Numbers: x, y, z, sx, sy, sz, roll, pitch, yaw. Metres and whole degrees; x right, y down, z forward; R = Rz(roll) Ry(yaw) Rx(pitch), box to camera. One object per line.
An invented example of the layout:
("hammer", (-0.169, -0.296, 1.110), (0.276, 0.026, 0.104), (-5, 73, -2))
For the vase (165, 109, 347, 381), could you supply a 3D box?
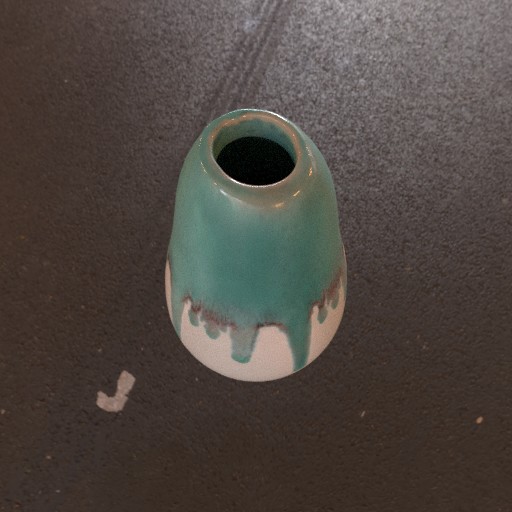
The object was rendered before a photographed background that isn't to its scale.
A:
("vase", (0.000, 0.000, 0.256), (0.116, 0.179, 0.116), (0, 59, 0))
